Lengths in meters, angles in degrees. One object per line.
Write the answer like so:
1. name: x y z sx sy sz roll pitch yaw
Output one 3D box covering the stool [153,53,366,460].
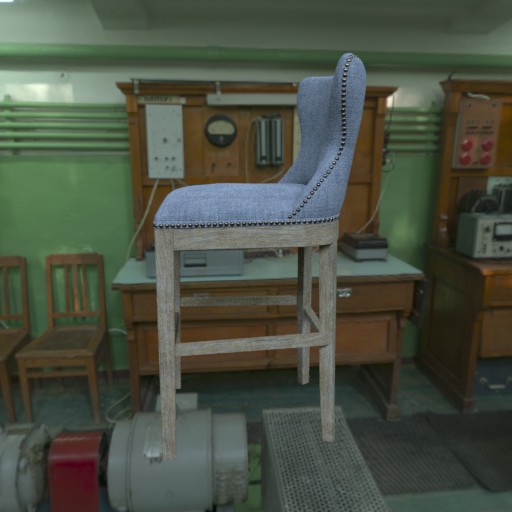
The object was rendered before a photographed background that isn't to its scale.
1. stool: 0.000 0.000 1.407 0.606 1.123 0.494 -2 14 -7
